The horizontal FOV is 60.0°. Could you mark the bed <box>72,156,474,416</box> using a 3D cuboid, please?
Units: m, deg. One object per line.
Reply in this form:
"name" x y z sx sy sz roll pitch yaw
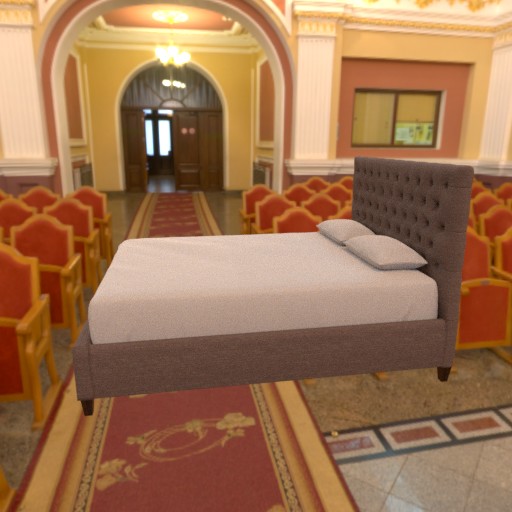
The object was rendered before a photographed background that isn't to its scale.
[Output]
"bed" 0.000 0.000 3.389 2.387 1.427 1.698 -2 15 -9
